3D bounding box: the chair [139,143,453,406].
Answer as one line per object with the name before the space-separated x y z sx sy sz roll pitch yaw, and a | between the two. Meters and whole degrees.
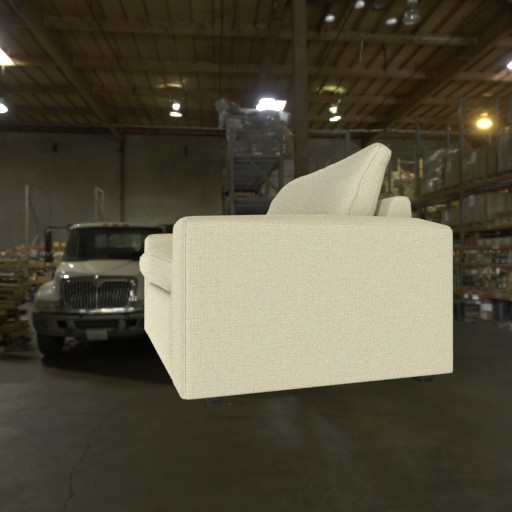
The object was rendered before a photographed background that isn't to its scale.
chair | 0.000 0.000 2.094 1.039 0.915 1.398 0 0 -19
